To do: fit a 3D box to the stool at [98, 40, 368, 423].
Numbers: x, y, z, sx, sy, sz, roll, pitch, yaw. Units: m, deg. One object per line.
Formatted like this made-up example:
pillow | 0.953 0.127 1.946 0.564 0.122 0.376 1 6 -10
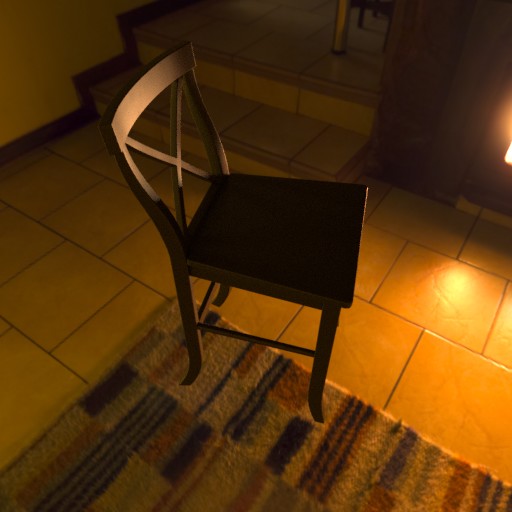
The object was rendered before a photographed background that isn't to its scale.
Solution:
stool | 0.000 0.000 1.268 0.559 0.989 0.452 10 46 10
